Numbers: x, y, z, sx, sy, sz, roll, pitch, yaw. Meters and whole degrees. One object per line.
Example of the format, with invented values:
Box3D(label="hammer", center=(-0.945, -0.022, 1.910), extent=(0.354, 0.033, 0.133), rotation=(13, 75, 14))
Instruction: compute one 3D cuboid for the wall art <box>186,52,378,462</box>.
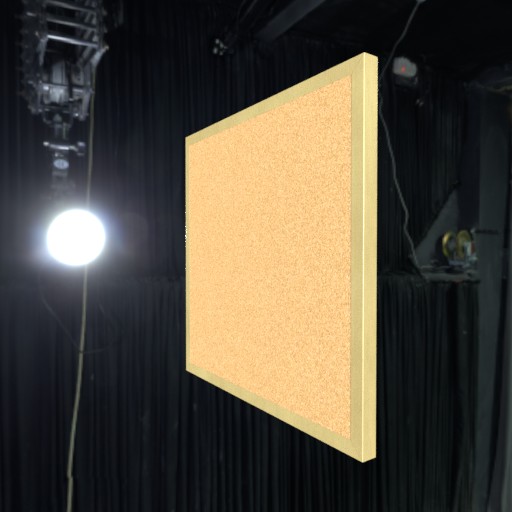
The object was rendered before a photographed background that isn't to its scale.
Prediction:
Box3D(label="wall art", center=(0.000, 0.000, 1.148), extent=(0.037, 0.763, 0.763), rotation=(-1, 1, -34))
